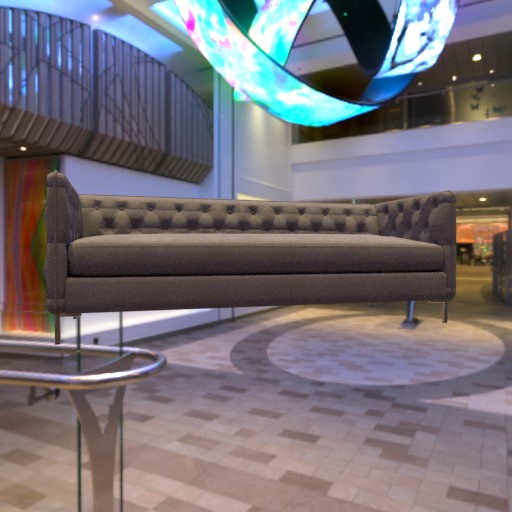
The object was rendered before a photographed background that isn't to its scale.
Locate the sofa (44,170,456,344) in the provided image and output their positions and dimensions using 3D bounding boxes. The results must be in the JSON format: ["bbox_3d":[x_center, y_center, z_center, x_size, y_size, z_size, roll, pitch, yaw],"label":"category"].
[{"bbox_3d":[0.000,0.000,2.649,2.209,0.771,0.895,0,0,-17],"label":"sofa"}]
